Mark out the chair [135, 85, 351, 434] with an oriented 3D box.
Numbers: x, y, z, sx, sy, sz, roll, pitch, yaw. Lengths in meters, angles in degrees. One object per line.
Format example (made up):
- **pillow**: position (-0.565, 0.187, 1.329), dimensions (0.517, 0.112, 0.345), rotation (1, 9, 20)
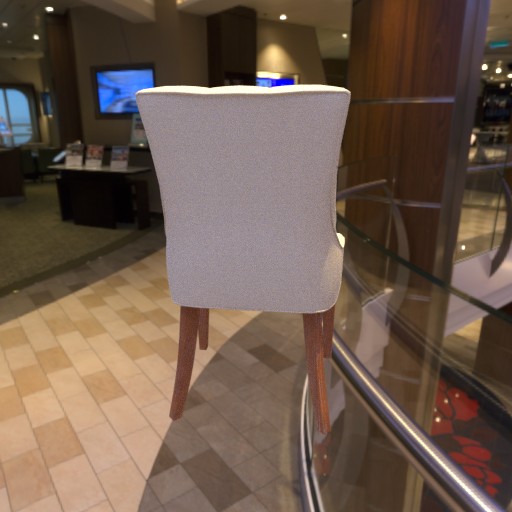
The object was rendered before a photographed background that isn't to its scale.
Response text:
- **chair**: position (0.000, 0.000, 1.255), dimensions (0.509, 0.874, 0.565), rotation (2, 18, 7)
